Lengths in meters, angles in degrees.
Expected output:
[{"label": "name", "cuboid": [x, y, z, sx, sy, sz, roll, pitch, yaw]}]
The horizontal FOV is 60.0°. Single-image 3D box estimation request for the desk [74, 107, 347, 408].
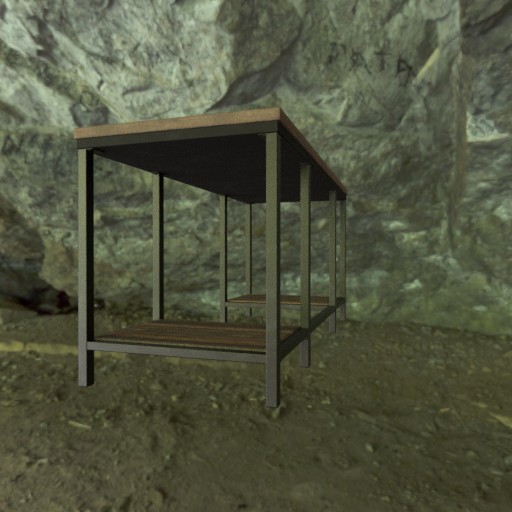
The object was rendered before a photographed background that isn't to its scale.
[{"label": "desk", "cuboid": [0.000, 0.000, 1.929, 0.617, 0.753, 1.538, 0, 0, 18]}]
